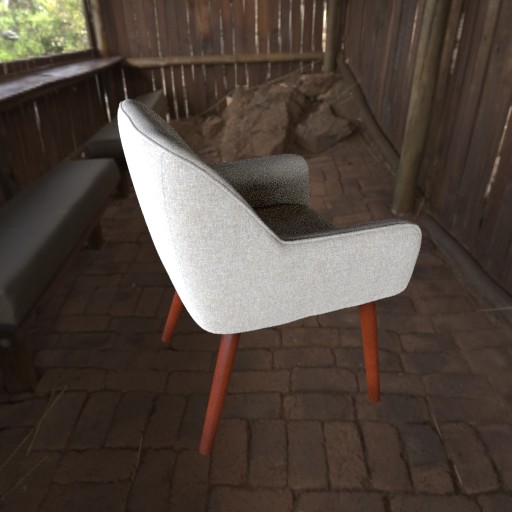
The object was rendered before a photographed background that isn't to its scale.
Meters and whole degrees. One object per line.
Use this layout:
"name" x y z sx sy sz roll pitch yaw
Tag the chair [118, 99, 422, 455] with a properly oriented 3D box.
"chair" 0.000 0.000 1.236 0.610 0.813 0.610 -11 31 -19
